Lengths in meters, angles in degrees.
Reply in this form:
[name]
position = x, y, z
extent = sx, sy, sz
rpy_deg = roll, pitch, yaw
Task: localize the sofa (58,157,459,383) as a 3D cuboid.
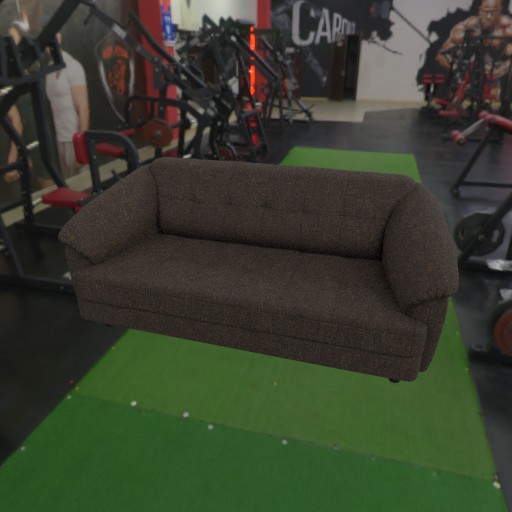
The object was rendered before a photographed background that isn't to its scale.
[sofa]
position = 0.000, 0.000, 2.307
extent = 1.849, 0.790, 0.887
rpy_deg = 8, 26, 15
